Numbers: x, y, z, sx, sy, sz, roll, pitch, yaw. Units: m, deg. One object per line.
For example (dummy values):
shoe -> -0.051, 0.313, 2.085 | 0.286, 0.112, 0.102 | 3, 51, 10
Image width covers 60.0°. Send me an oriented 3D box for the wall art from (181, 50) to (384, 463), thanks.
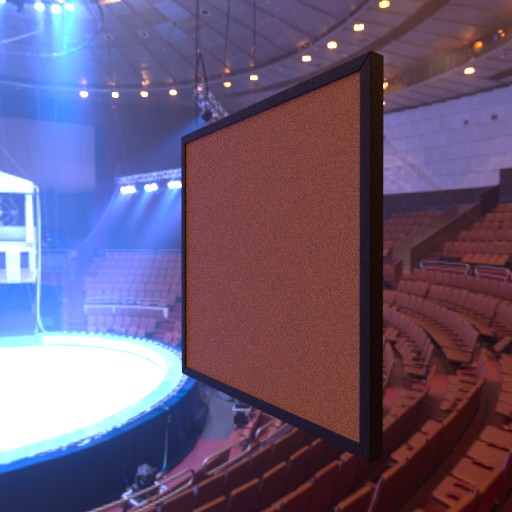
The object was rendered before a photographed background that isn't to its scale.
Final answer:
wall art -> 0.000, 0.000, 1.135 | 0.037, 0.763, 0.763 | 0, 1, -36
